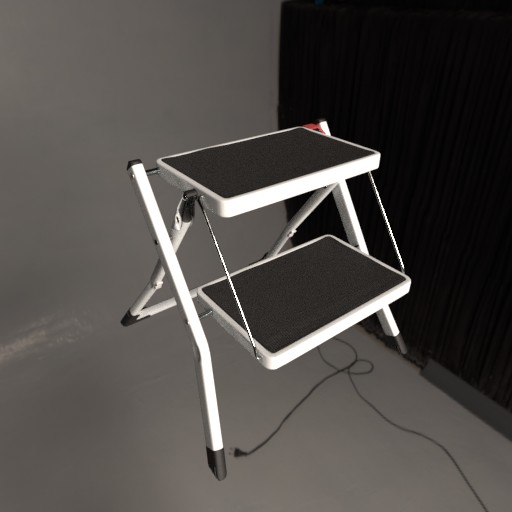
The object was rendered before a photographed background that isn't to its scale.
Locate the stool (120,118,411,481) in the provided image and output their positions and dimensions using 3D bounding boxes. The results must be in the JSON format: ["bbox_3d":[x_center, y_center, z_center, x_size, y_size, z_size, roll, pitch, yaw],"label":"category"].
[{"bbox_3d":[0.000,0.000,0.860,0.485,0.445,0.490,-22,38,-31],"label":"stool"}]
